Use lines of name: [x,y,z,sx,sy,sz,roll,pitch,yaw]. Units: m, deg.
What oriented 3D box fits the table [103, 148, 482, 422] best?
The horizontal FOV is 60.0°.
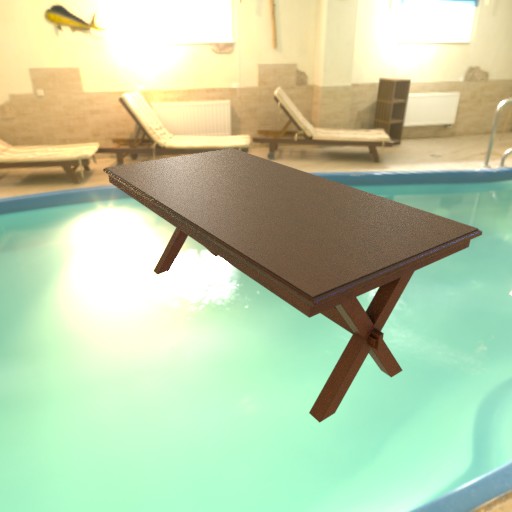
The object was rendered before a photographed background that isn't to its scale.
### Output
table: [0.000,0.000,1.535,0.594,0.459,1.197,-18,31,-32]
